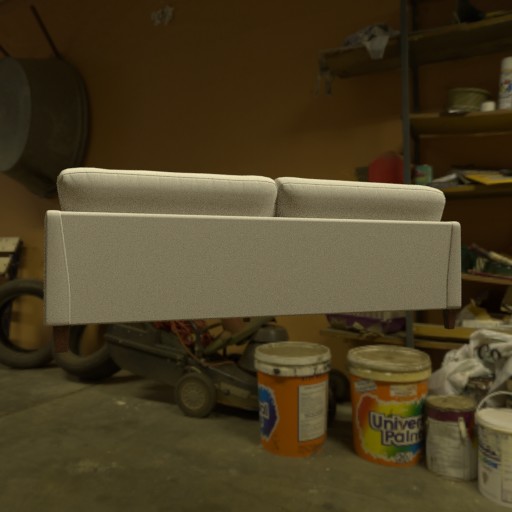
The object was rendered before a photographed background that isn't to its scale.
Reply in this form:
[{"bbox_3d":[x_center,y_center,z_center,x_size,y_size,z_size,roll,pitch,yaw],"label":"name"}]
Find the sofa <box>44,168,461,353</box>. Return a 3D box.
[{"bbox_3d":[0.000,0.000,2.722,2.301,0.863,0.957,0,0,-17],"label":"sofa"}]
